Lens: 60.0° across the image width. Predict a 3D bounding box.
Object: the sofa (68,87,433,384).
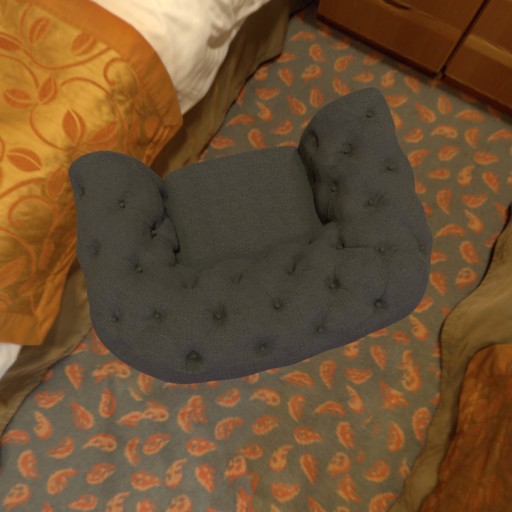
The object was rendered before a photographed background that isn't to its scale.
[{"bbox_3d":[0.000,0.000,2.077,1.405,0.878,1.032,-14,76,-4],"label":"sofa"}]
